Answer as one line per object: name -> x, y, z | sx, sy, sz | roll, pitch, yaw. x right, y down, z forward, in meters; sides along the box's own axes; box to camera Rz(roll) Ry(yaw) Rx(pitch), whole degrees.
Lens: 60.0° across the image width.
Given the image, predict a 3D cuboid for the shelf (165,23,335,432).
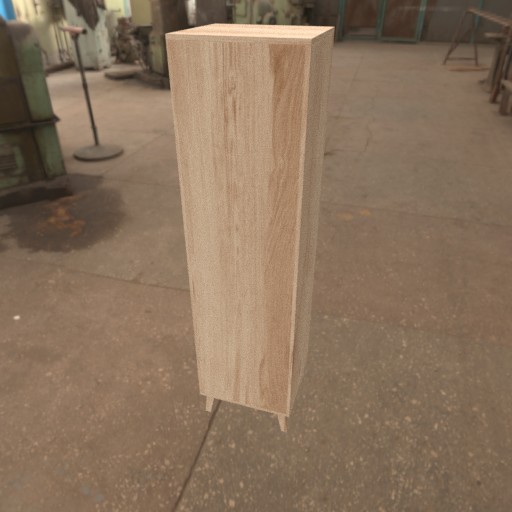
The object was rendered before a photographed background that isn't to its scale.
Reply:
shelf -> 0.000, 0.000, 2.150 | 0.510, 1.960, 0.450 | 9, 33, 15
